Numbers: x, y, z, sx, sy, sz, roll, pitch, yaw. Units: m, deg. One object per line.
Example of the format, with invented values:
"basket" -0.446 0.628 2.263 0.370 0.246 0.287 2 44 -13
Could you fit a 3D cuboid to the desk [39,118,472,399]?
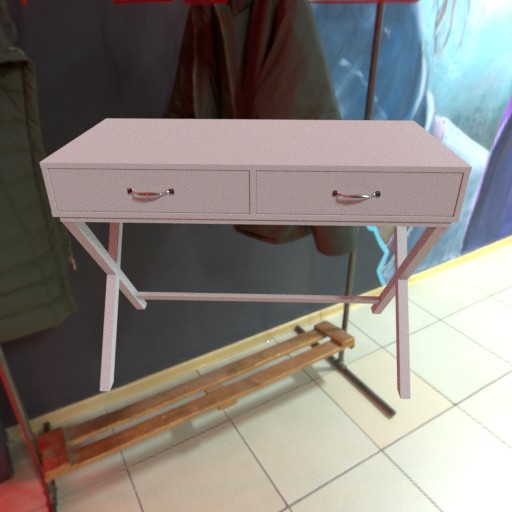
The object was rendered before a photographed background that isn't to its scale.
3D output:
"desk" 0.000 0.000 1.482 1.057 0.780 0.525 1 29 2
